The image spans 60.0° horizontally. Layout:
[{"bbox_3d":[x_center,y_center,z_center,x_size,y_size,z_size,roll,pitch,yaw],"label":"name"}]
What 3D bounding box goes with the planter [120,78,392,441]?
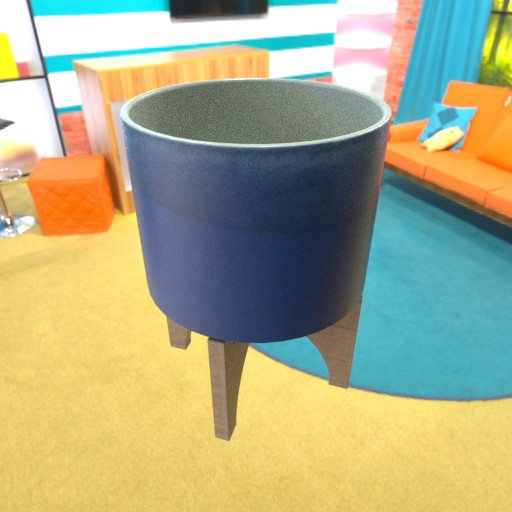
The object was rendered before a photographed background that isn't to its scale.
[{"bbox_3d":[0.000,0.000,0.393,0.192,0.263,0.192,0,32,0],"label":"planter"}]
